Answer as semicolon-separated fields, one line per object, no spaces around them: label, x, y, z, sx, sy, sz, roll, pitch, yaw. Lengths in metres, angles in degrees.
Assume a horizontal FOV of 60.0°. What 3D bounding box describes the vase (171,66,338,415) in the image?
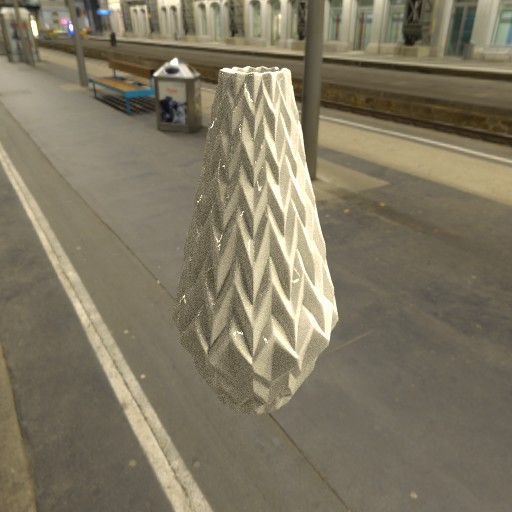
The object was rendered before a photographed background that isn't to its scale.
vase;0.000;0.000;0.421;0.167;0.328;0.167;0;28;0
